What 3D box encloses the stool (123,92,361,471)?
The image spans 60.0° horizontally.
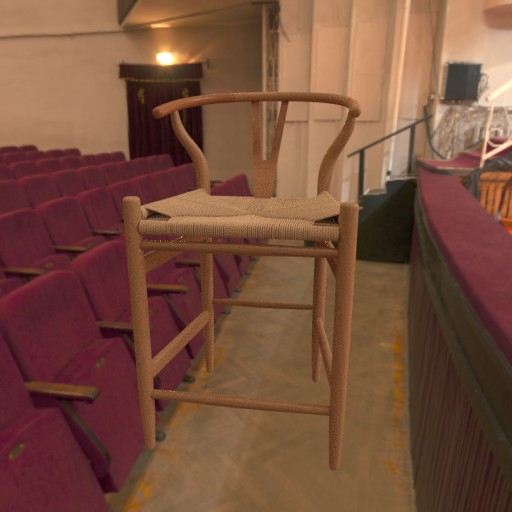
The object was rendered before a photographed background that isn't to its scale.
[{"bbox_3d":[0.000,0.000,1.267,0.536,0.923,0.575,3,16,9],"label":"stool"}]
